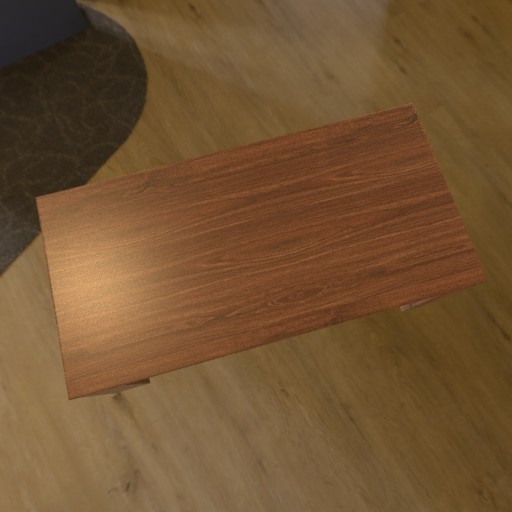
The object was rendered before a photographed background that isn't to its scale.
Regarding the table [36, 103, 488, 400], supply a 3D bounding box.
[{"bbox_3d":[0.000,0.000,1.486,1.200,0.400,0.600,-15,76,-4],"label":"table"}]
